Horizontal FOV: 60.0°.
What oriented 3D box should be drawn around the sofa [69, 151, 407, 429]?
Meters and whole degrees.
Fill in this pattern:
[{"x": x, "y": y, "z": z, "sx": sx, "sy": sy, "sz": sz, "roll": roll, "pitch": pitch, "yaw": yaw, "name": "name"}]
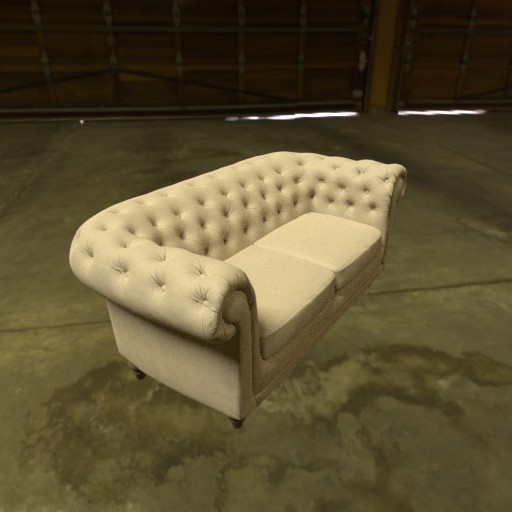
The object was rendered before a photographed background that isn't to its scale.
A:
[{"x": 0.000, "y": 0.000, "z": 2.527, "sx": 1.069, "sy": 0.835, "sz": 1.988, "roll": 17, "pitch": 31, "yaw": 31, "name": "sofa"}]
